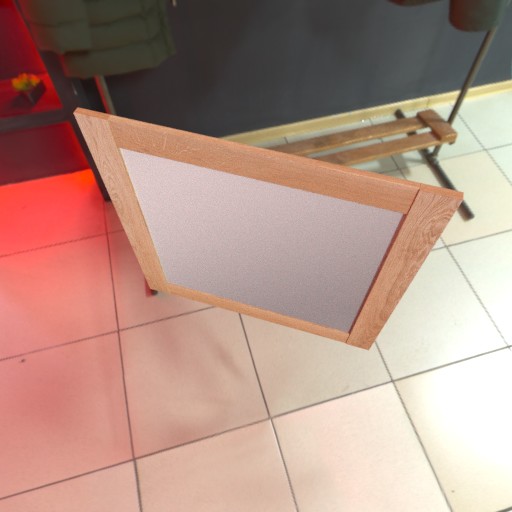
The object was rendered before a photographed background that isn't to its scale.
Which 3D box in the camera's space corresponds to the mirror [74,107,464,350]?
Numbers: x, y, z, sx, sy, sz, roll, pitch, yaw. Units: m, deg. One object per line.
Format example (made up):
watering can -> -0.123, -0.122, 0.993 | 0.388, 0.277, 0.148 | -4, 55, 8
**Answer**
mirror -> 0.000, 0.000, 1.218 | 0.800, 0.800, 0.020 | 15, 59, 9
